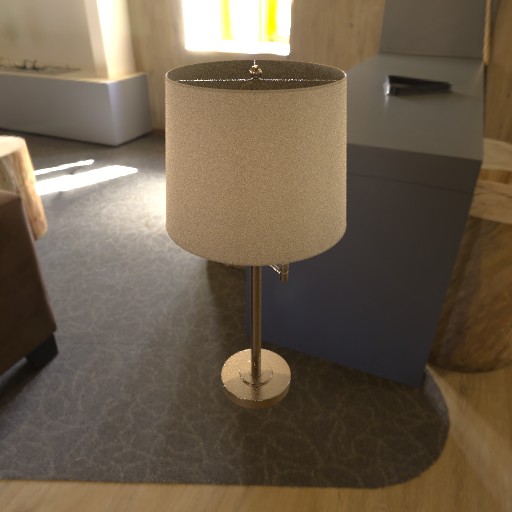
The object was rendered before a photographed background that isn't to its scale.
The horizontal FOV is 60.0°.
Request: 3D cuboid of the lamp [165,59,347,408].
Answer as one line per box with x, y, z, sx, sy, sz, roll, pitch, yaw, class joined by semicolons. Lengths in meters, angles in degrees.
0.000;0.000;0.872;0.333;0.696;0.333;0;31;0;lamp
